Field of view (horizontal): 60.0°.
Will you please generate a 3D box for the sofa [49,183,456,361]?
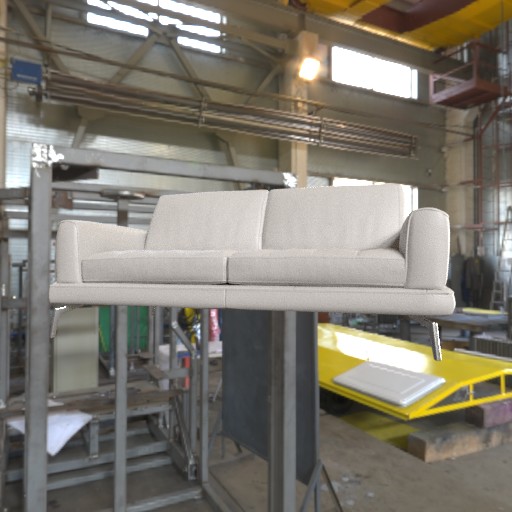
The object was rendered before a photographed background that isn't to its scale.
[{"bbox_3d":[0.000,0.000,2.722,2.177,0.930,1.121,0,-1,17],"label":"sofa"}]
